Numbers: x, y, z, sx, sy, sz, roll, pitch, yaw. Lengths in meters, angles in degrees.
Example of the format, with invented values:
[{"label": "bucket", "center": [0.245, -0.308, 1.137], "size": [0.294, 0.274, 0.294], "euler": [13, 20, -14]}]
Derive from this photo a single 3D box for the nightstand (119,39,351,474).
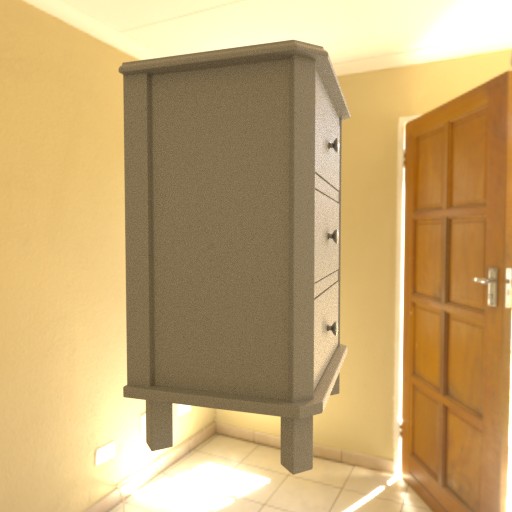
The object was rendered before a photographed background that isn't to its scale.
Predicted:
[{"label": "nightstand", "center": [0.000, 0.000, 0.930], "size": [0.350, 0.680, 0.450], "euler": [1, 3, 17]}]
